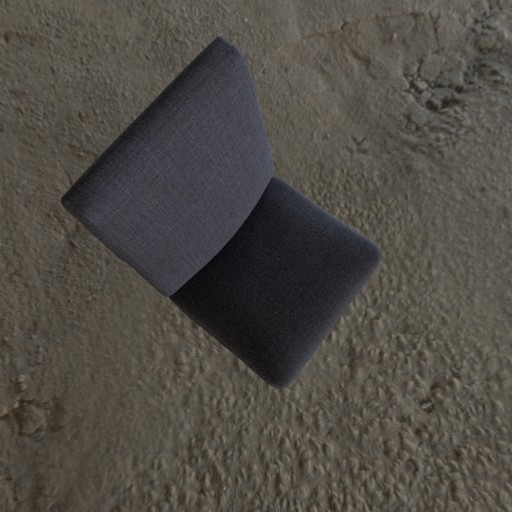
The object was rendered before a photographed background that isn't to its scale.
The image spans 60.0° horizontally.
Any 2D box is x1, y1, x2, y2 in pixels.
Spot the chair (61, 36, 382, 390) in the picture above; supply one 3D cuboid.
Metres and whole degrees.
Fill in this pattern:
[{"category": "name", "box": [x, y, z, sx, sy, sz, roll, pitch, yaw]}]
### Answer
[{"category": "chair", "box": [0.000, 0.000, 1.254, 0.586, 0.911, 0.507, 37, 78, 9]}]
